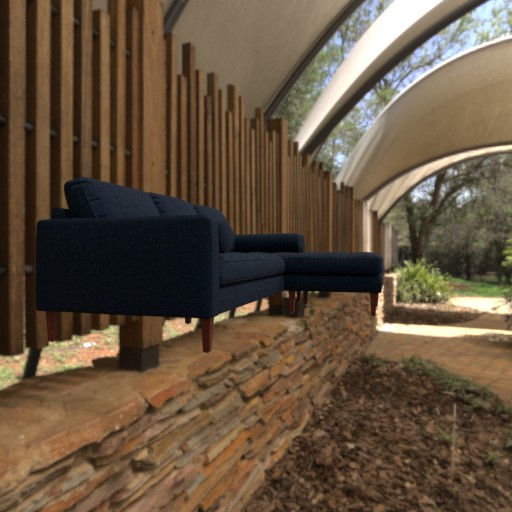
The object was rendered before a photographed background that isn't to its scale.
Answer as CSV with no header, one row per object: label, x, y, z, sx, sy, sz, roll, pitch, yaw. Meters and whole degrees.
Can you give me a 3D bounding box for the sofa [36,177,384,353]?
sofa,0.000,0.000,2.959,1.613,0.841,2.185,0,1,17
